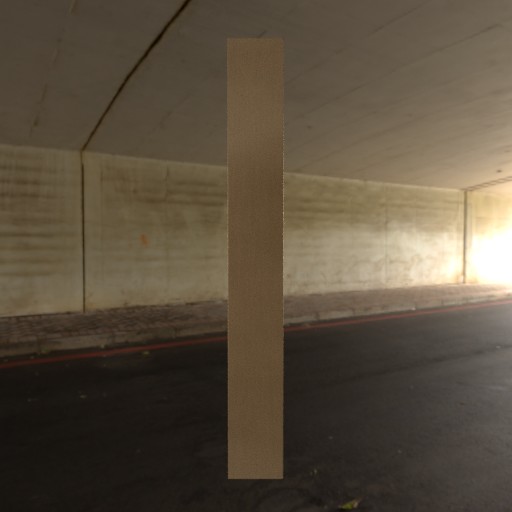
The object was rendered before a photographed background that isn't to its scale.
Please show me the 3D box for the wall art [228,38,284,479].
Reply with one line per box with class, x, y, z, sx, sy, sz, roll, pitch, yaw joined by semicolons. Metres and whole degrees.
wall art;0.000;0.000;0.457;0.038;0.303;0.305;0;1;0
